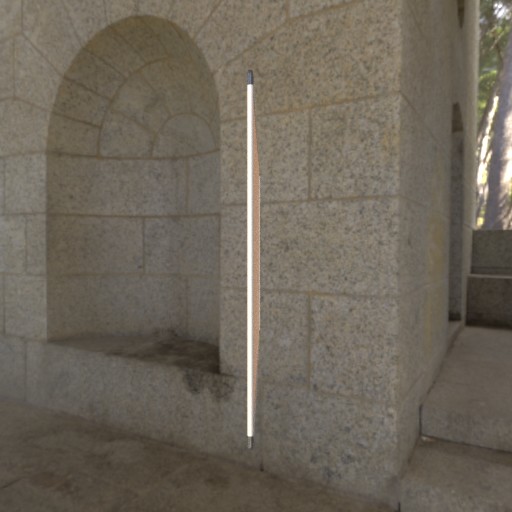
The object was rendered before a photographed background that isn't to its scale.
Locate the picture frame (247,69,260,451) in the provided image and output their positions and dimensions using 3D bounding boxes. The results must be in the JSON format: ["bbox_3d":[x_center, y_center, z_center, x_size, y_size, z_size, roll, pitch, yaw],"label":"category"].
[{"bbox_3d":[0.000,0.000,1.140,0.010,0.600,0.900,0,1,1],"label":"picture frame"}]
